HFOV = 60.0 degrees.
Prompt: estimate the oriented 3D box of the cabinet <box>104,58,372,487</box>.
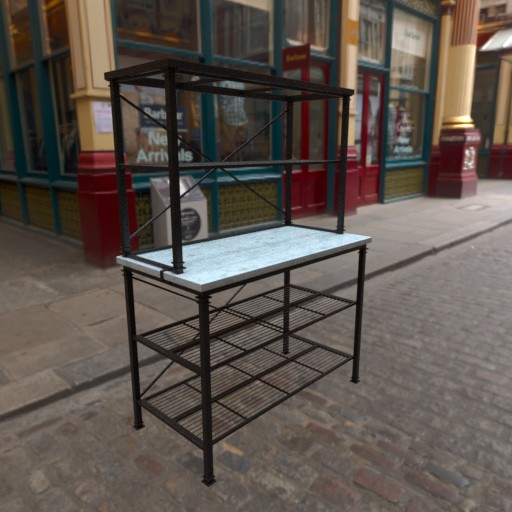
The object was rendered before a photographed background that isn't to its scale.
[{"bbox_3d":[0.000,0.000,2.233,0.610,1.659,1.210,13,19,42],"label":"cabinet"}]
